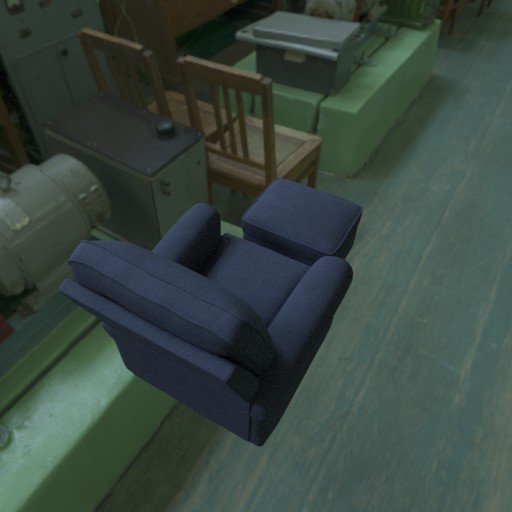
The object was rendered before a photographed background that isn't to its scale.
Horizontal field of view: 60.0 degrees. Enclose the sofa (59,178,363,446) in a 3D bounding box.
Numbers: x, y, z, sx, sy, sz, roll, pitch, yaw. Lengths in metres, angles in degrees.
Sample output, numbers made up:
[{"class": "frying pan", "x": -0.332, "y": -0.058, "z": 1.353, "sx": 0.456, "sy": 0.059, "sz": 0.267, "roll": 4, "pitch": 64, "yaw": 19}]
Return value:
[{"class": "sofa", "x": 0.000, "y": 0.000, "z": 2.043, "sx": 0.880, "sy": 0.959, "sz": 1.478, "roll": 23, "pitch": 51, "yaw": 20}]
